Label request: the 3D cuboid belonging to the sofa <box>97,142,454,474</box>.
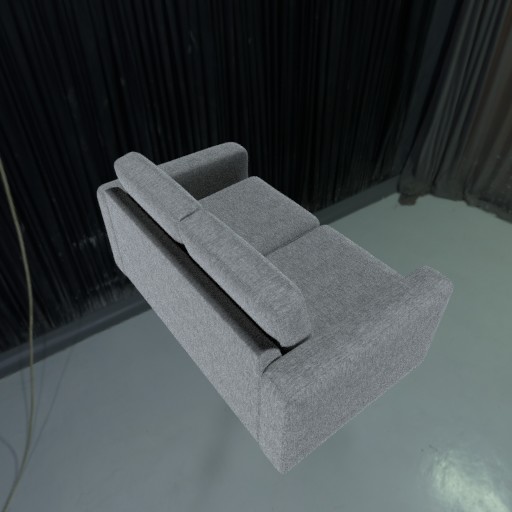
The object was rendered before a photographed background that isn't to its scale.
[{"bbox_3d":[0.000,0.000,2.079,0.900,0.800,1.520,-27,48,-27],"label":"sofa"}]
